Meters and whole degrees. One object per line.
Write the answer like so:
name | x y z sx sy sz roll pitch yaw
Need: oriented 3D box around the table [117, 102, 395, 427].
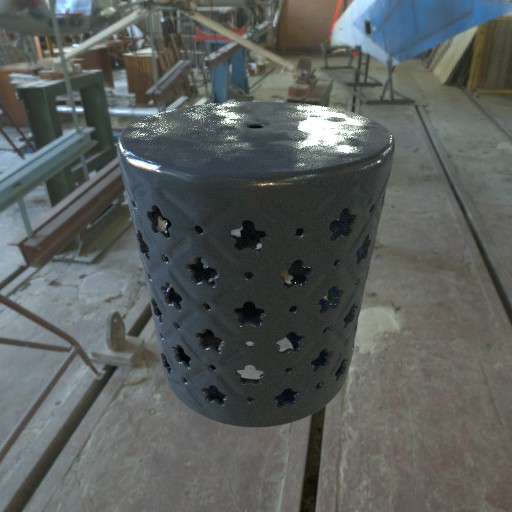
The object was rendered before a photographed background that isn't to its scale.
table | 0.000 0.000 0.667 0.352 0.387 0.352 0 30 0
